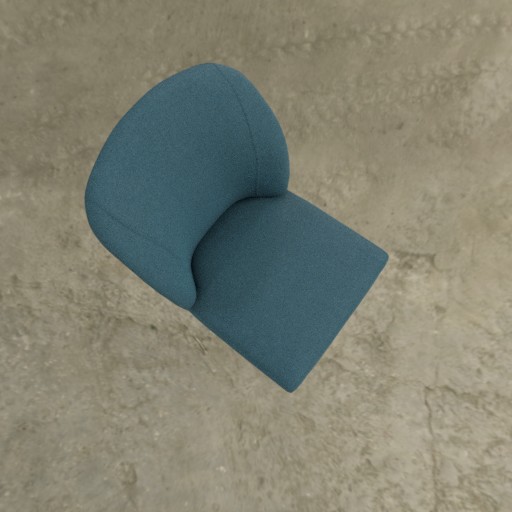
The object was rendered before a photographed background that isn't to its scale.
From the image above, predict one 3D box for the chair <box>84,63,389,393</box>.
[{"bbox_3d":[0.000,0.000,1.253,0.620,0.879,0.507,37,77,10],"label":"chair"}]
